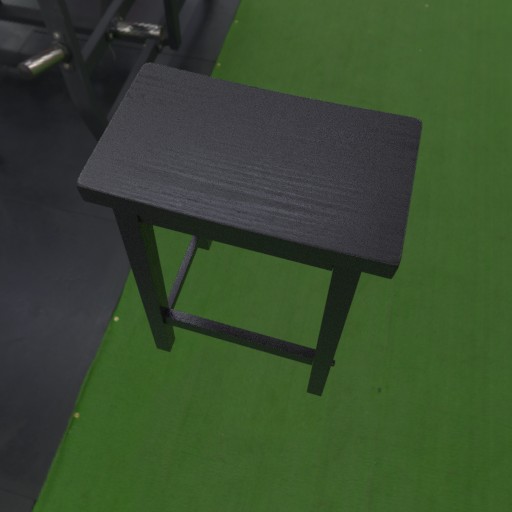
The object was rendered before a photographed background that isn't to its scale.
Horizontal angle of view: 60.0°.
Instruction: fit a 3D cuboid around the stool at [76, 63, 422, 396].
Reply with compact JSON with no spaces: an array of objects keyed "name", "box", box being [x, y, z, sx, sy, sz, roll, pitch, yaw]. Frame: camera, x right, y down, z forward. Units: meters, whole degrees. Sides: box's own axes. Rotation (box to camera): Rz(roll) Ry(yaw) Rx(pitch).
[{"name":"stool","box":[0.000,0.000,0.846,0.406,0.610,0.322,14,64,7]}]
